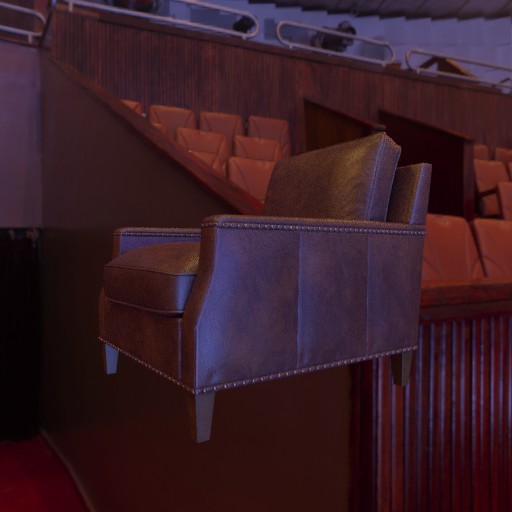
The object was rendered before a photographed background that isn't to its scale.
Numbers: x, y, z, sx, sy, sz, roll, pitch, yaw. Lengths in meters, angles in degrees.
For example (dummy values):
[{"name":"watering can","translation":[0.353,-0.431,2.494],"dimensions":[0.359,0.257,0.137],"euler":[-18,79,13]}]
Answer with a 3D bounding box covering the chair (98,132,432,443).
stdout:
[{"name":"chair","translation":[0.000,0.000,1.697],"dimensions":[1.014,0.929,0.853],"euler":[0,1,-35]}]
